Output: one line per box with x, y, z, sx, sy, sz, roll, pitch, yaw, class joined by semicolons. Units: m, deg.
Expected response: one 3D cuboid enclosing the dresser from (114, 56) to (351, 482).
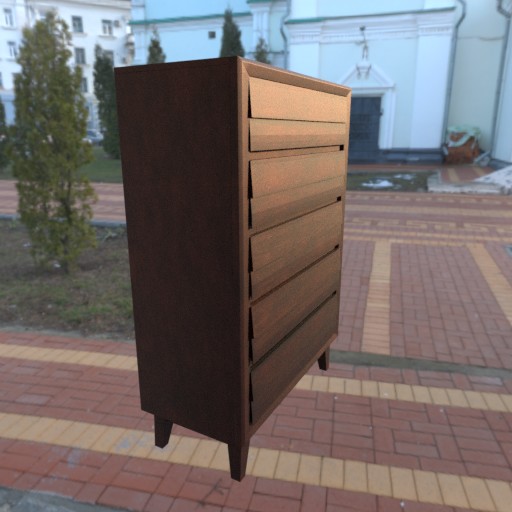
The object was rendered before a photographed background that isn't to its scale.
0.000;0.000;2.033;0.506;1.514;1.072;8;18;28;dresser
